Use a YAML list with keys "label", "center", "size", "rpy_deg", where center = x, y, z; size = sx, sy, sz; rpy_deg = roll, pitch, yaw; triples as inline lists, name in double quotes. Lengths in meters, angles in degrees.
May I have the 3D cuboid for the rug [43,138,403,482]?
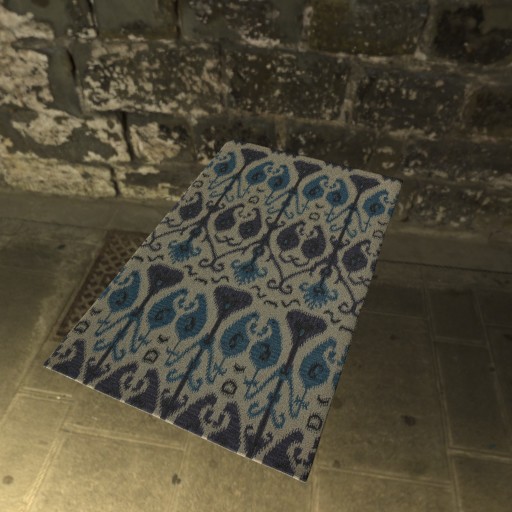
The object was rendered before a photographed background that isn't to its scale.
- label: "rug"
  center: [0.000, 0.000, 2.088]
  size: [1.072, 0.013, 1.698]
  rpy_deg: [17, 50, 15]
